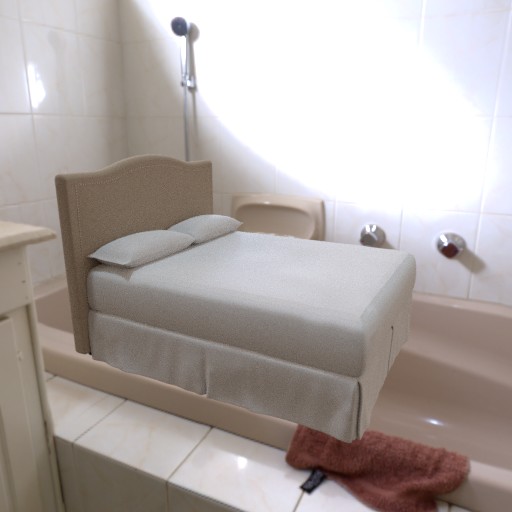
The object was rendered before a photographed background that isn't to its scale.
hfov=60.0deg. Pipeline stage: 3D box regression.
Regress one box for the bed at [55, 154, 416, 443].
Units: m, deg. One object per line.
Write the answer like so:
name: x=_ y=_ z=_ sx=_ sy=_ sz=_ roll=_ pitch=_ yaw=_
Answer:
bed: x=0.000 y=0.000 z=3.223 sx=2.052 sy=1.398 sz=1.678 roll=8 pitch=18 yaw=27
